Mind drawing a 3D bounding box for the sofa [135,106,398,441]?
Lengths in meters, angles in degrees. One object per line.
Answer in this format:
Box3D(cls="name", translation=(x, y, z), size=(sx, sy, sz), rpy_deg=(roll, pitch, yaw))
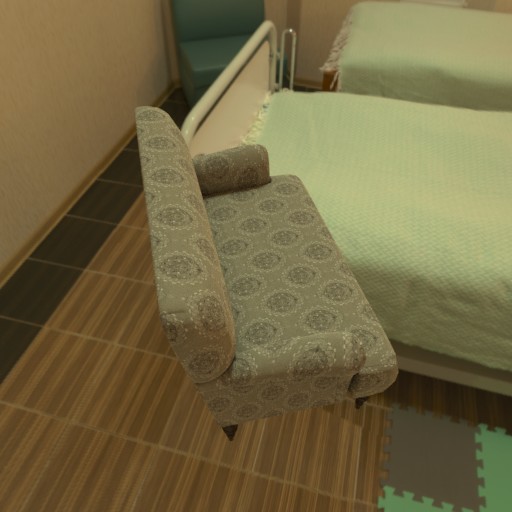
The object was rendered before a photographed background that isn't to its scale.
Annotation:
Box3D(cls="sofa", translation=(0.000, 0.000, 1.851), size=(0.779, 0.889, 1.297), rpy_deg=(-10, 46, -10))
